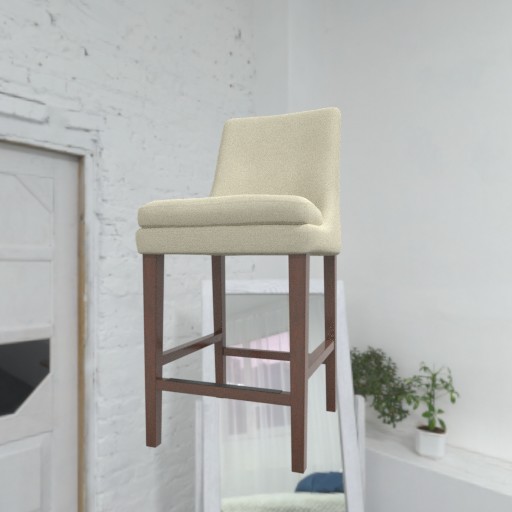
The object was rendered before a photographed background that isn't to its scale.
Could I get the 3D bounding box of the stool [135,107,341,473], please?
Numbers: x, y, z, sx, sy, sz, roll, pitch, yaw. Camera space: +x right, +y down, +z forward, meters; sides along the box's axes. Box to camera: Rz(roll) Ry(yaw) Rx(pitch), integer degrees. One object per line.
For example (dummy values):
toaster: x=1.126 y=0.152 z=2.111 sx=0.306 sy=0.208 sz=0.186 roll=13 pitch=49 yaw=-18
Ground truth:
stool: x=0.000 y=0.000 z=1.309 sx=0.470 sy=0.981 sz=0.577 roll=0 pitch=0 yaw=20
